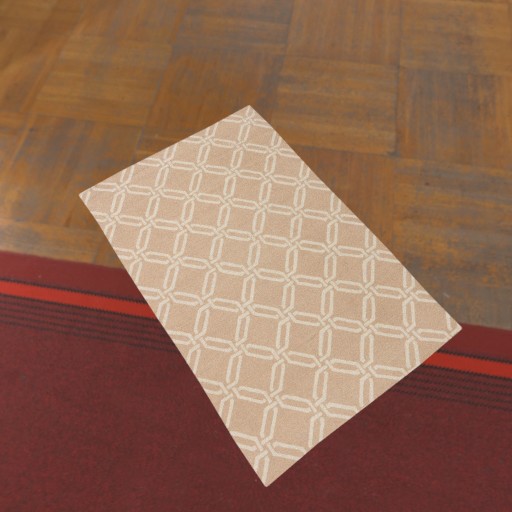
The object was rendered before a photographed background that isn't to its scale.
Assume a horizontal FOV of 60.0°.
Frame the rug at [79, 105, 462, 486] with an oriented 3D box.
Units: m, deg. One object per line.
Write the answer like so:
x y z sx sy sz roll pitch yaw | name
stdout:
0.000 0.000 2.238 1.146 0.010 1.745 -32 68 -15 | rug
